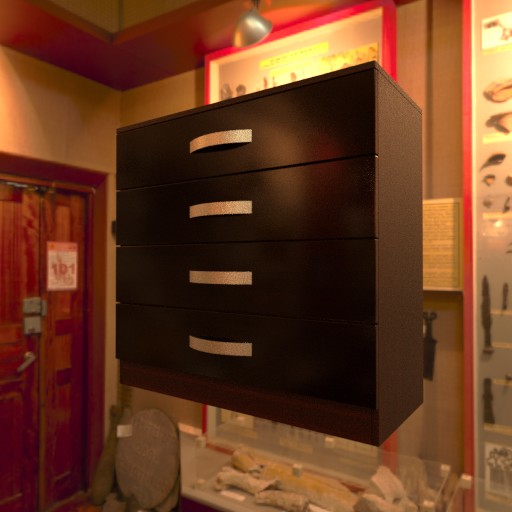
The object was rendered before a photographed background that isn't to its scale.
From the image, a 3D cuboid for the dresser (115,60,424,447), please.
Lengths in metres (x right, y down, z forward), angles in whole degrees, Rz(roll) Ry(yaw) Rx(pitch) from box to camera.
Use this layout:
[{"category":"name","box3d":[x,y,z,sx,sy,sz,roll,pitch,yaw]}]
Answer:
[{"category":"dresser","box3d":[0.000,0.000,1.156,0.750,0.720,0.360,0,-1,35]}]
